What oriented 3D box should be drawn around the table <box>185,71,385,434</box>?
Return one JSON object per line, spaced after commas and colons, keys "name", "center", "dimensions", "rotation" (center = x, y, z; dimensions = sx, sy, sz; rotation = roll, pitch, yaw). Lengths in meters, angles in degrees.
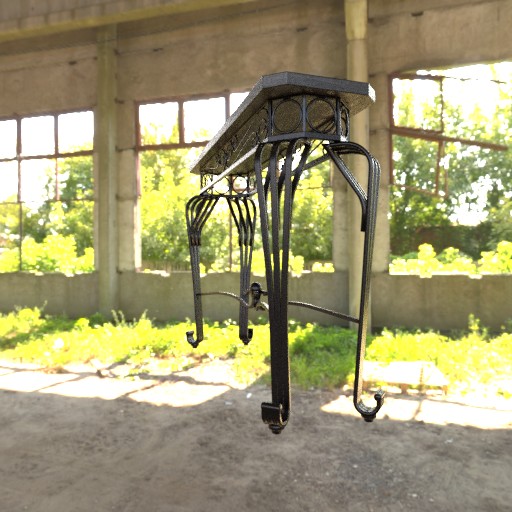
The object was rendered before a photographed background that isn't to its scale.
{"name": "table", "center": [0.000, 0.000, 1.513], "dimensions": [0.329, 0.800, 1.112], "rotation": [0, -1, -18]}
